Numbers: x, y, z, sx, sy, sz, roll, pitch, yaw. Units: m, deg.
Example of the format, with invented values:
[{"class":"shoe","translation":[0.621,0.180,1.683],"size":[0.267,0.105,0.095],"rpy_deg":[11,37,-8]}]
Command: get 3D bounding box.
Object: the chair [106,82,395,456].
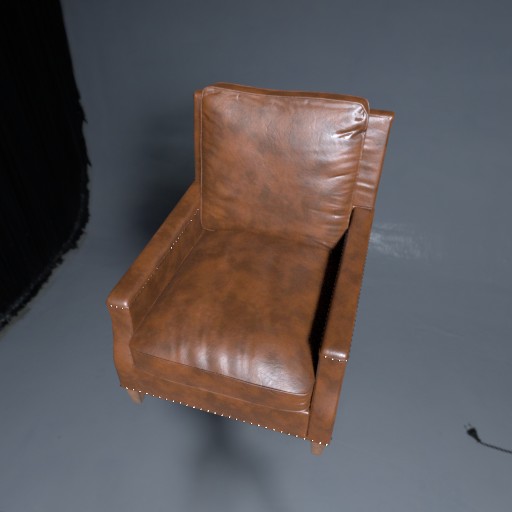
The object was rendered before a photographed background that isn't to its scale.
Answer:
[{"class":"chair","translation":[0.000,0.000,1.779],"size":[0.854,1.054,1.035],"rpy_deg":[11,42,13]}]
